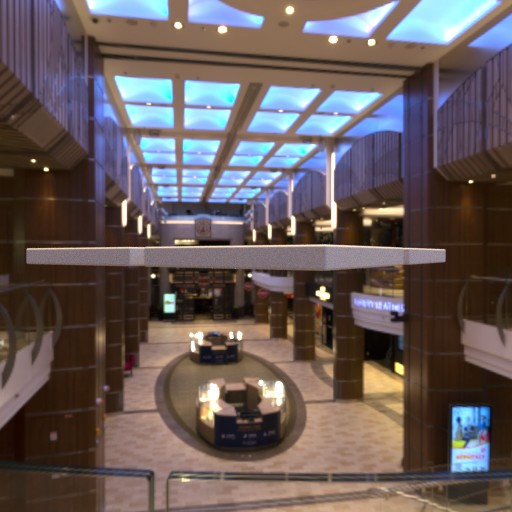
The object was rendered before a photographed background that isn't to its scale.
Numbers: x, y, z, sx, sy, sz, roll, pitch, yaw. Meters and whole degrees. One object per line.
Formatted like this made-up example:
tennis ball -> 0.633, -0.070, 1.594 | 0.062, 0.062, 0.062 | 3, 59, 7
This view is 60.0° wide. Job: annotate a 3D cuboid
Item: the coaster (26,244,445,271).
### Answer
coaster -> 0.000, 0.000, 0.320 | 0.214, 0.010, 0.219 | 0, 0, 34
